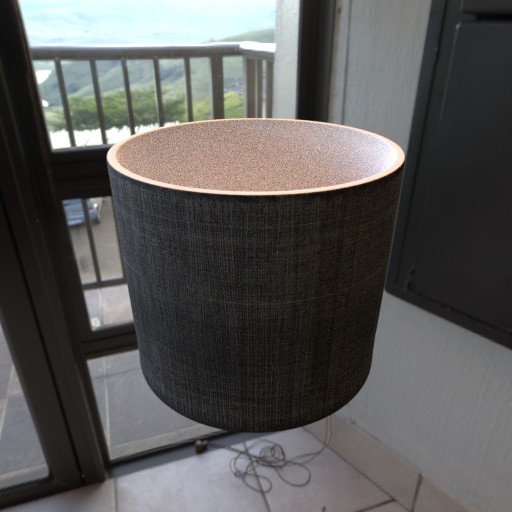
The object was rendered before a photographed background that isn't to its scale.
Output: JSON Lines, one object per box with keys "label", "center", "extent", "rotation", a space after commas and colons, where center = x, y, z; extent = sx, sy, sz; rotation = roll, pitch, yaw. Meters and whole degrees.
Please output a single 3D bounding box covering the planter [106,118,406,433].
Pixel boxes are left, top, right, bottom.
{"label": "planter", "center": [0.000, 0.000, 0.444], "extent": [0.254, 0.221, 0.254], "rotation": [0, 28, 0]}
